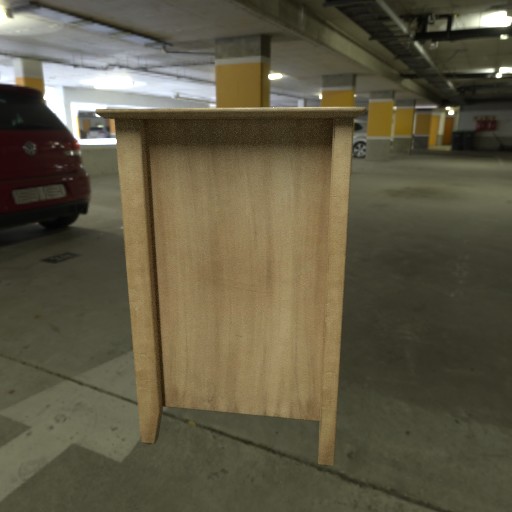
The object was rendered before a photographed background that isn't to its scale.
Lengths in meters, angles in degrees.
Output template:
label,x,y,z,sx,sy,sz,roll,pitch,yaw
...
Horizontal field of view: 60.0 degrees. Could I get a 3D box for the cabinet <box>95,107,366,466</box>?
label,x,y,z,sx,sy,sz,roll,pitch,yaw
cabinet,0.000,0.000,1.258,0.503,0.762,0.763,2,16,8
